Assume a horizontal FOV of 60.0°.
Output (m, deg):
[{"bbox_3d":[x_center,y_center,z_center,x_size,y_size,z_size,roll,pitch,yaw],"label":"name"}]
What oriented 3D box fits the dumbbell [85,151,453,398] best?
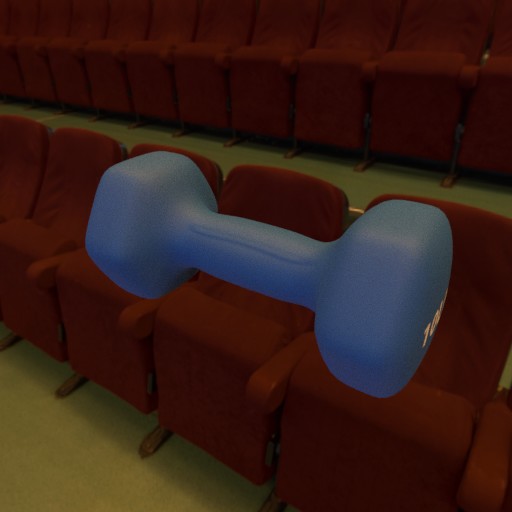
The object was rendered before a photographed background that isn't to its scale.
[{"bbox_3d":[0.000,0.000,0.266,0.212,0.093,0.103,18,34,29],"label":"dumbbell"}]
